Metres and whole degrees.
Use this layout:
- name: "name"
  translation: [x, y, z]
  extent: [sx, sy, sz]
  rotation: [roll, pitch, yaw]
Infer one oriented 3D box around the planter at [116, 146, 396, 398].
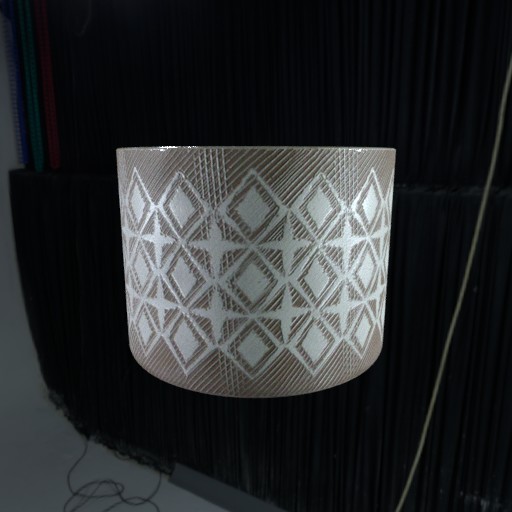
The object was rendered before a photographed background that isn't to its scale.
- name: "planter"
  translation: [0.000, 0.000, 0.221]
  extent: [0.126, 0.104, 0.126]
  rotation: [0, 13, 0]
